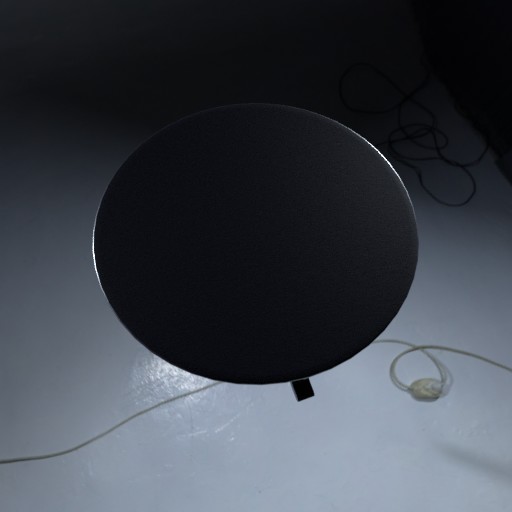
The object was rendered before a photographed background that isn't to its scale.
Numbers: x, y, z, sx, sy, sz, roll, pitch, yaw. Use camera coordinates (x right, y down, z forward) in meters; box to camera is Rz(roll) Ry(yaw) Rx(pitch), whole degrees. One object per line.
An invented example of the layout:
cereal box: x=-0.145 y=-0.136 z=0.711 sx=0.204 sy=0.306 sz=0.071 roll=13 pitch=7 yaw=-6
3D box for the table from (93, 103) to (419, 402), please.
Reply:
table: x=0.000 y=0.000 z=1.626 sx=1.029 sy=0.491 sz=1.029 roll=0 pitch=62 yaw=0
